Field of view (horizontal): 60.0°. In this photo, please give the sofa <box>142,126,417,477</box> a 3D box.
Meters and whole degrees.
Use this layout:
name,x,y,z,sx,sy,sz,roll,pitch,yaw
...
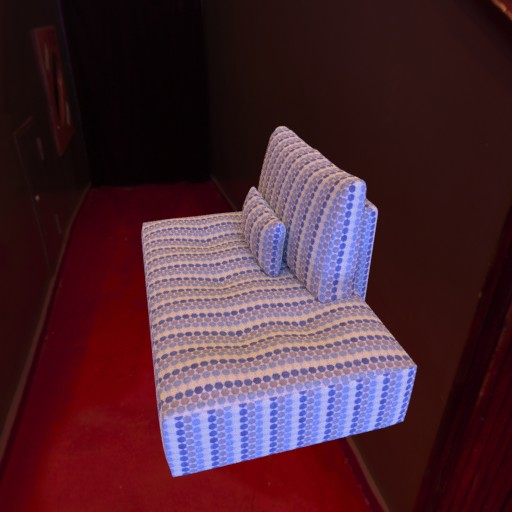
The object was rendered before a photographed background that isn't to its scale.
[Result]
name,x,y,z,sx,sy,sz,roll,pitch,yaw
sofa,0.000,0.000,2.001,1.000,0.820,1.450,-8,31,-13
